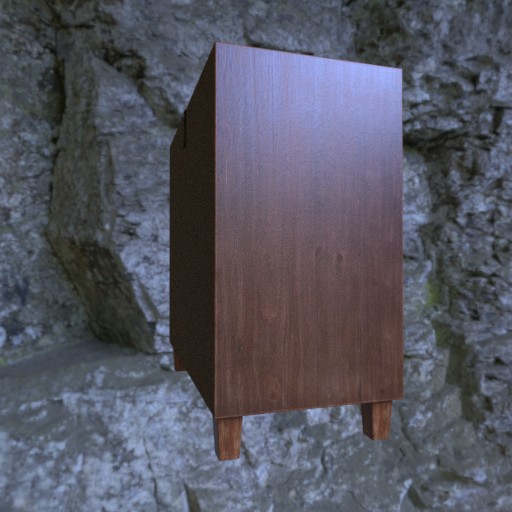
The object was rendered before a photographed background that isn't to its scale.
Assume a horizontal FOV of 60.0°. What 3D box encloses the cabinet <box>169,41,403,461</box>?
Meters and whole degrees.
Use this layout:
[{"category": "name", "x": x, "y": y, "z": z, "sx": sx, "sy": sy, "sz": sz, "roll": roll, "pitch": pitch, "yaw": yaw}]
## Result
[{"category": "cabinet", "x": 0.000, "y": 0.000, "z": 1.252, "sx": 0.412, "sy": 0.785, "sz": 0.796, "roll": 0, "pitch": -1, "yaw": -17}]
